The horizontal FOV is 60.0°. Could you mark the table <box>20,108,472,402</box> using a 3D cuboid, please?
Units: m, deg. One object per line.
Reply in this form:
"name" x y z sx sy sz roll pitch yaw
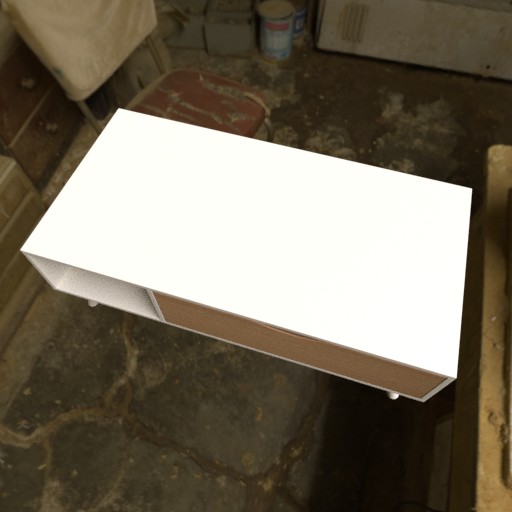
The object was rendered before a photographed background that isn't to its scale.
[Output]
"table" 0.000 0.000 1.483 1.194 0.432 0.609 15 60 9
